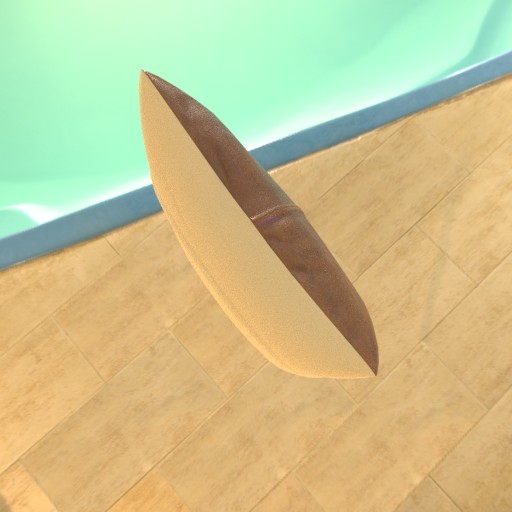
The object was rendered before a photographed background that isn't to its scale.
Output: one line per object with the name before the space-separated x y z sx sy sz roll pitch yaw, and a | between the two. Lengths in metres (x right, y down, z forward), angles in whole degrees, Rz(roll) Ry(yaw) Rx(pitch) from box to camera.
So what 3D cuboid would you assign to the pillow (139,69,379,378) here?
pillow | 0.000 0.000 0.741 0.192 0.470 0.484 -35 78 -8
